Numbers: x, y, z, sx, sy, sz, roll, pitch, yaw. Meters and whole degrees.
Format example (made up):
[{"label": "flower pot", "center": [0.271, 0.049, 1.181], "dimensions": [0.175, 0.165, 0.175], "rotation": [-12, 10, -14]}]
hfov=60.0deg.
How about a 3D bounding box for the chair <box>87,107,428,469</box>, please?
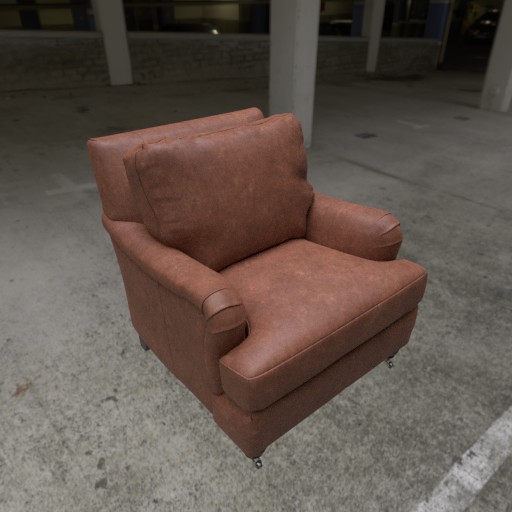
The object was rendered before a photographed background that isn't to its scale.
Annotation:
[{"label": "chair", "center": [0.000, 0.000, 1.922], "dimensions": [0.986, 1.055, 1.158], "rotation": [-23, 38, -33]}]
